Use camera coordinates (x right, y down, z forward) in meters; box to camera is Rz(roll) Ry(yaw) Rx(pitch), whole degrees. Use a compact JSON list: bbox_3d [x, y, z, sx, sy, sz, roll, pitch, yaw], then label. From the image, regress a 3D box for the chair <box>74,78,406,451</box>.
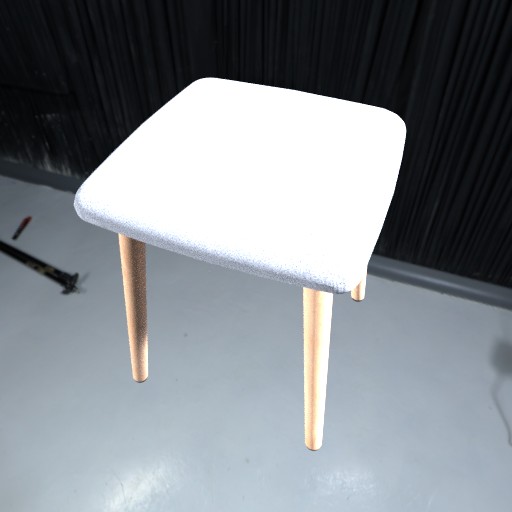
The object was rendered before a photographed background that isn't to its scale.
[{"bbox_3d":[0.000,0.000,0.695,0.350,0.440,0.350,16,48,15],"label":"chair"}]
